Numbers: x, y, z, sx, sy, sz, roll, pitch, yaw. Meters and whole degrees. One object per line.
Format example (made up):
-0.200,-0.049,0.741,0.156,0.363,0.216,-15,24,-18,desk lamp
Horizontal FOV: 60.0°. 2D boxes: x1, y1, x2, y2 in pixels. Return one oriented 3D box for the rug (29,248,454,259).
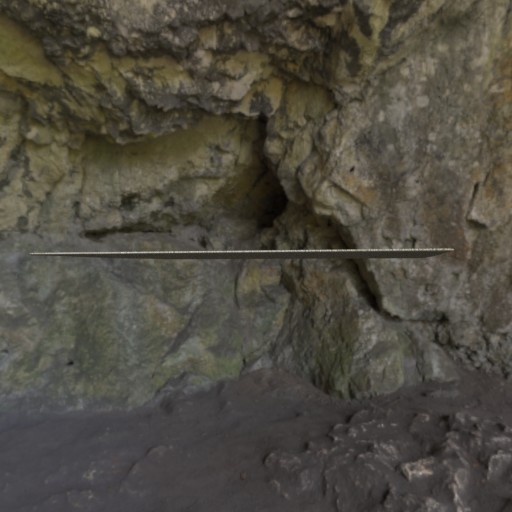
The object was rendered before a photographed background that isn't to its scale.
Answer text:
0.000,0.000,3.000,2.270,0.017,1.606,0,-1,17,rug
